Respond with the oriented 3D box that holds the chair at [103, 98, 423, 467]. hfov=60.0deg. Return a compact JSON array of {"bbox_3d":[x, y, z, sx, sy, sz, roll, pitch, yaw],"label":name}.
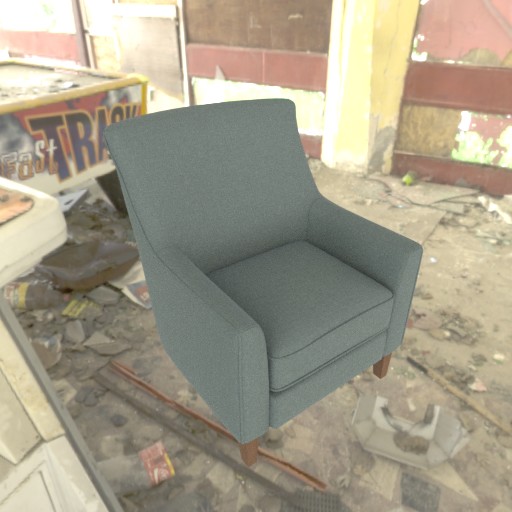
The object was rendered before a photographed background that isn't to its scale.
[{"bbox_3d":[0.000,0.000,1.589,0.756,0.916,0.879,-21,36,-31],"label":"chair"}]
